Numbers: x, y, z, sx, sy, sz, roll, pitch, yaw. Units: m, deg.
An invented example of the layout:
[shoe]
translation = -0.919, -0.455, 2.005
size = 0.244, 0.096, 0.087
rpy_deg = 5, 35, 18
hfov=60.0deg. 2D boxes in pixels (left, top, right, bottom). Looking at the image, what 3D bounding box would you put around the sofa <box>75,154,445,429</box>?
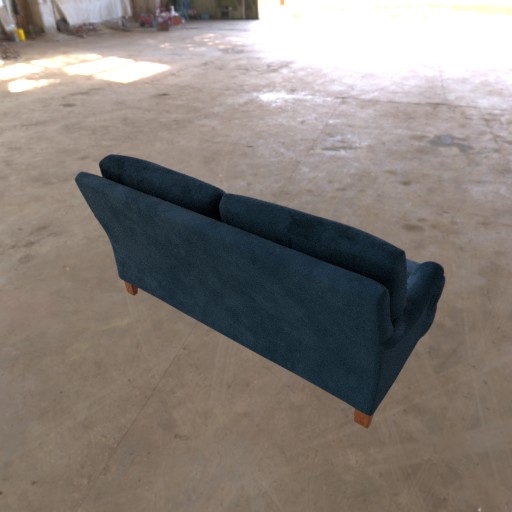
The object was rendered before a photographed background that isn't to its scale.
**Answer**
[sofa]
translation = 0.000, 0.000, 2.832
size = 2.141, 1.101, 1.084
rpy_deg = 22, 38, 31
